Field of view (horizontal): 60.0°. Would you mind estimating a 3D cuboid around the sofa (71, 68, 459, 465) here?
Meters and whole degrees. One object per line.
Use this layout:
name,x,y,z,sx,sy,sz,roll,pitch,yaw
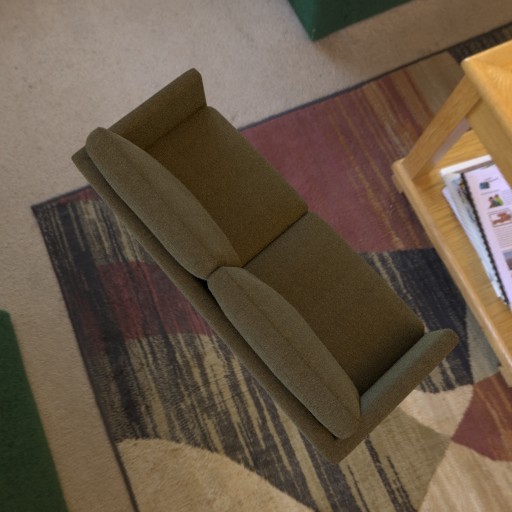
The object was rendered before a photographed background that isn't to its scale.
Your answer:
sofa,0.000,0.000,2.668,0.948,0.965,2.208,-41,79,-10
